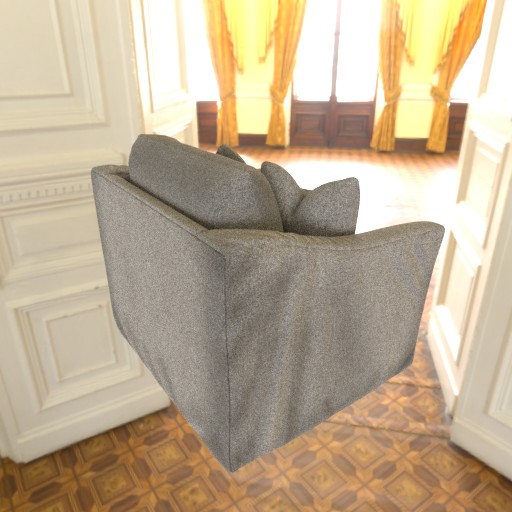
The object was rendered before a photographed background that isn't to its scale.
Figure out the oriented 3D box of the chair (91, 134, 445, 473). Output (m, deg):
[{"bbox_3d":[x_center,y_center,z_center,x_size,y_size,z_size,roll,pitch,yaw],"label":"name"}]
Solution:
[{"bbox_3d":[0.000,0.000,2.028,1.071,1.059,1.194,-17,30,-32],"label":"chair"}]
